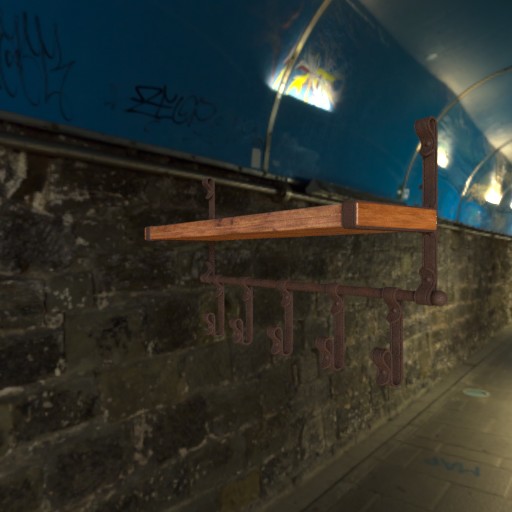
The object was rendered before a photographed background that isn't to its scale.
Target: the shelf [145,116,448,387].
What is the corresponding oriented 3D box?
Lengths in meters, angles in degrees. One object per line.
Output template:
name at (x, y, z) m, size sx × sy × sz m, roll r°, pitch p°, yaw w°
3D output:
shelf at (0.000, 0.000, 0.698) m, size 0.146 × 0.330 × 0.567 m, roll 0°, pitch 0°, yaw -36°
